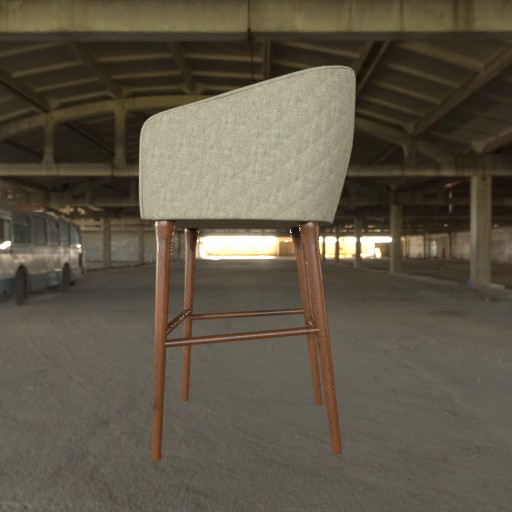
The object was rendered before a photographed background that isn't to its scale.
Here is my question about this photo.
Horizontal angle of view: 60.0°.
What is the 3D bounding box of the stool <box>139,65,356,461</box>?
[{"bbox_3d":[0.000,0.000,1.397,0.607,1.078,0.559,0,1,1],"label":"stool"}]
